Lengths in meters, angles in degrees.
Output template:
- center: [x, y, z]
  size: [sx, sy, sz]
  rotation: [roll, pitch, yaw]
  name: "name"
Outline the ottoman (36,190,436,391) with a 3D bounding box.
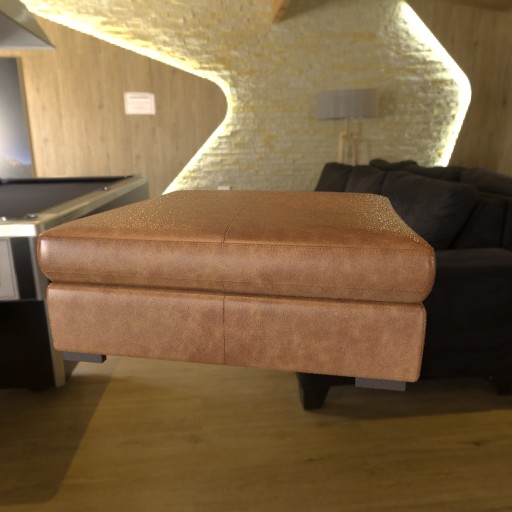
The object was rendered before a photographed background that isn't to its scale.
- center: [0.000, 0.000, 1.836]
  size: [1.168, 0.483, 1.169]
  rotation: [3, 15, 10]
  name: "ottoman"
